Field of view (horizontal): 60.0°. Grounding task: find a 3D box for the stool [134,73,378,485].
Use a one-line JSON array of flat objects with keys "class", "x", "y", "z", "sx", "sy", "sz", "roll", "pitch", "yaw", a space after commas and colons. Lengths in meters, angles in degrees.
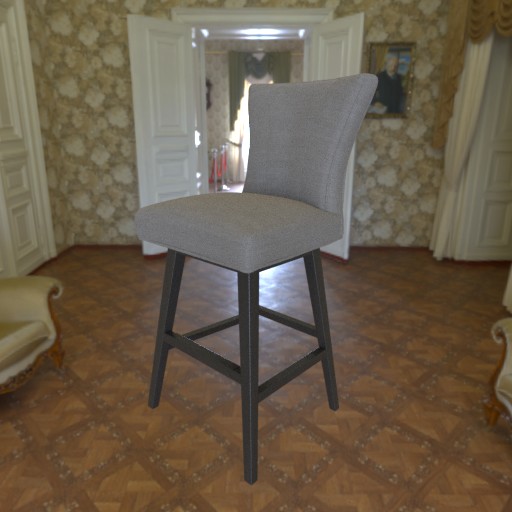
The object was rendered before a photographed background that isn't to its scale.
[{"class": "stool", "x": 0.000, "y": 0.000, "z": 1.417, "sx": 0.514, "sy": 1.086, "sz": 0.574, "roll": 15, "pitch": 22, "yaw": 42}]
